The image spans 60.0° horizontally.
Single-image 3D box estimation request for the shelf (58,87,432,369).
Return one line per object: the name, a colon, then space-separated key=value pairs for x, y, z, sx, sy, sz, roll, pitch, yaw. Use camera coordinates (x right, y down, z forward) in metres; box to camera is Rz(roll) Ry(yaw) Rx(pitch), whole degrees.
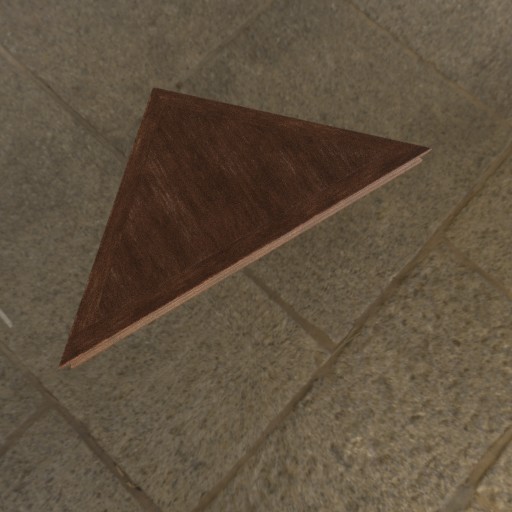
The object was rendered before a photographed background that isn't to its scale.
shelf: x=0.000 y=0.000 z=0.442 sx=0.296 sy=0.035 sz=0.296 roll=13 pitch=77 yaw=3
